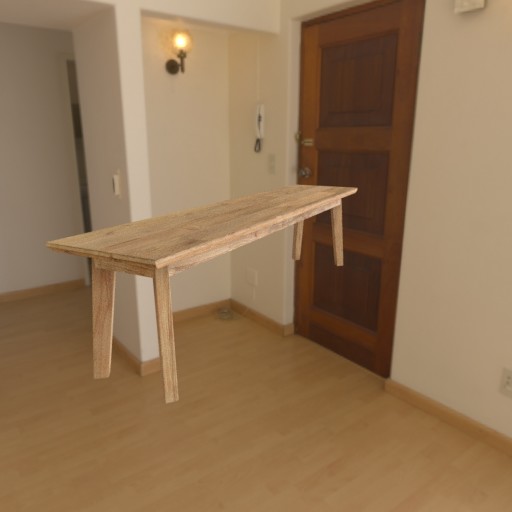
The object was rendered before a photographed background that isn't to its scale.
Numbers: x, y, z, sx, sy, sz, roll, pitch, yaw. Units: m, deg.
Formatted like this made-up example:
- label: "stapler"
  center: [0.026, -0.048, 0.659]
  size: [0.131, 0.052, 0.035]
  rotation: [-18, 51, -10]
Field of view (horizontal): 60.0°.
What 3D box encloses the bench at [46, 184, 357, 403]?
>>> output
- label: "bench"
  center: [0.000, 0.000, 1.881]
  size: [0.378, 0.431, 1.698]
  rotation: [8, 17, 27]
